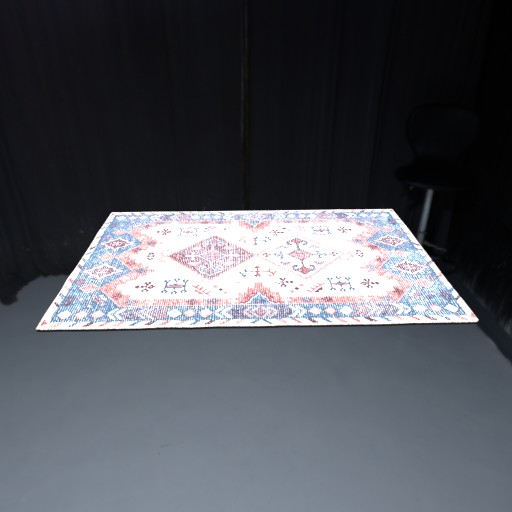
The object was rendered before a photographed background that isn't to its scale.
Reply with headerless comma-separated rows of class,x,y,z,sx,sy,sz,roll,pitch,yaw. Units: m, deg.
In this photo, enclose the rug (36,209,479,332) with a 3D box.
rug,0.000,0.000,2.357,1.840,0.015,1.225,-1,29,-2
